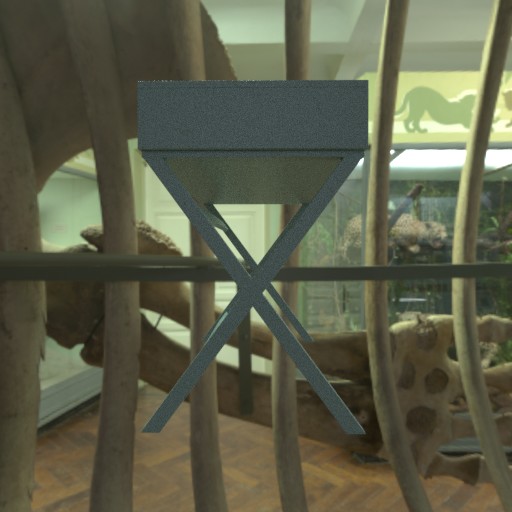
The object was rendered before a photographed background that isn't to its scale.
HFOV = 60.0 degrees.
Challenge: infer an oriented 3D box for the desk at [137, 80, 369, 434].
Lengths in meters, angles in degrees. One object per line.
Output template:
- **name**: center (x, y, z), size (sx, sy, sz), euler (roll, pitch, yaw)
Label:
- **desk**: center (0.000, 0.000, 1.499), size (0.509, 0.780, 1.059), euler (0, 1, 1)
